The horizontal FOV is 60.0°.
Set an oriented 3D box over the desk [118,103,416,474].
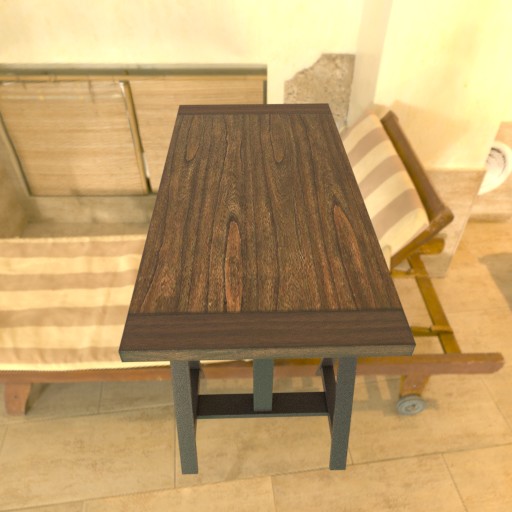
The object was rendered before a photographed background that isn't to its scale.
[{"bbox_3d":[0.000,0.000,1.941,0.784,0.725,1.543,-1,42,-1],"label":"desk"}]
